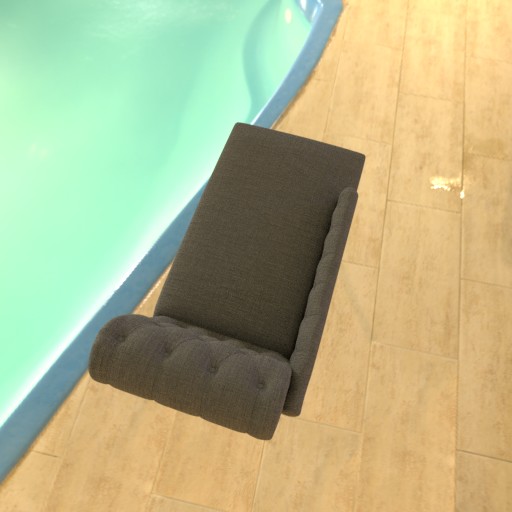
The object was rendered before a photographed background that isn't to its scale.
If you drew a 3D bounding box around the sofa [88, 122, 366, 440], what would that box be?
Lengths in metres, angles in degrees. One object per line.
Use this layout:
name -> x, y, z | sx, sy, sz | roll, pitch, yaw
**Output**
sofa -> 0.000, 0.000, 1.862 | 0.675, 0.787, 1.379 | 17, 66, 8
